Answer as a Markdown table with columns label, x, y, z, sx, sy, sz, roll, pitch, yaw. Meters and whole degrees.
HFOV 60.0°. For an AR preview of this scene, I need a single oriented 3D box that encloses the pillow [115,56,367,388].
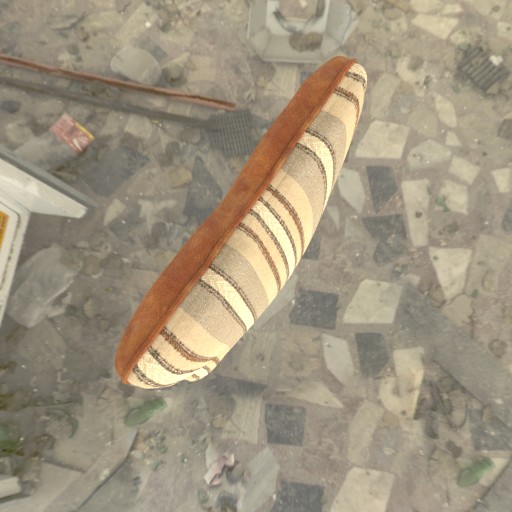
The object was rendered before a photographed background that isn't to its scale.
| label | x | y | z | sx | sy | sz | roll | pitch | yaw |
| --- | --- | --- | --- | --- | --- | --- | --- | --- | --- |
| pillow | 0.000 | 0.000 | 0.735 | 0.130 | 0.490 | 0.489 | 33 | 79 | 8 |
